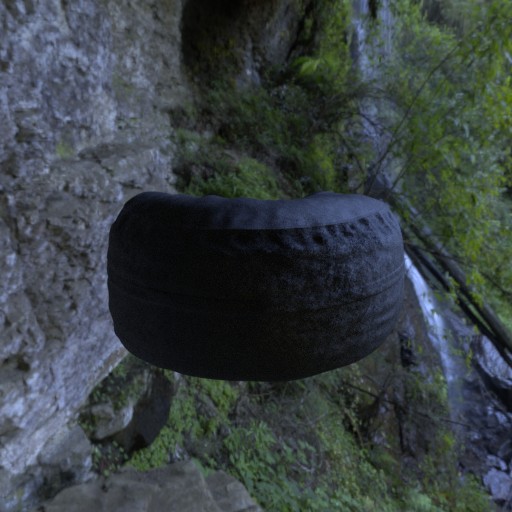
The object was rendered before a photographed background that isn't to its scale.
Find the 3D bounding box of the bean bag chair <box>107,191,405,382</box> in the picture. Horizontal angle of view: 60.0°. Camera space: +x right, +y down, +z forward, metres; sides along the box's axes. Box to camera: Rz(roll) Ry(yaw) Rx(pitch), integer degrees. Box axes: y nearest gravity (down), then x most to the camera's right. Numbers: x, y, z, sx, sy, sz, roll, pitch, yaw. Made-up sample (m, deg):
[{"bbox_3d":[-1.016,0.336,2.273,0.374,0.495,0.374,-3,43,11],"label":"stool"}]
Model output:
[{"bbox_3d":[0.000,0.000,2.365,1.525,0.751,1.525,0,15,0],"label":"bean bag chair"}]
